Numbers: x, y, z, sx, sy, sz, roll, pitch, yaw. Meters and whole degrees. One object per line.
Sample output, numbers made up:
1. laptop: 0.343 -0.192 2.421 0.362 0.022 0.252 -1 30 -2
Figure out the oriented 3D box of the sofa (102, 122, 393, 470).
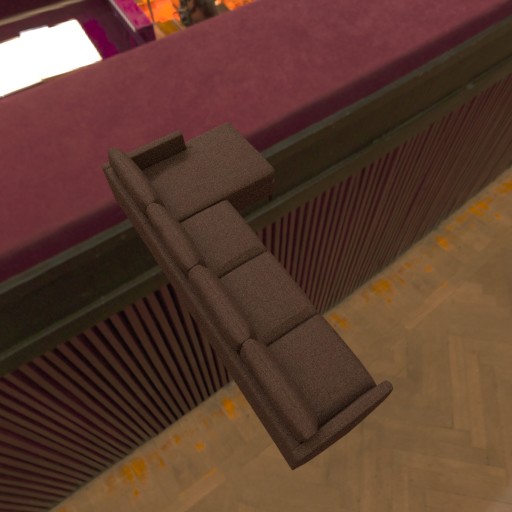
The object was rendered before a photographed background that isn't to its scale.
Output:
1. sofa: 0.000 0.000 3.978 1.483 0.892 3.221 -30 63 -17
